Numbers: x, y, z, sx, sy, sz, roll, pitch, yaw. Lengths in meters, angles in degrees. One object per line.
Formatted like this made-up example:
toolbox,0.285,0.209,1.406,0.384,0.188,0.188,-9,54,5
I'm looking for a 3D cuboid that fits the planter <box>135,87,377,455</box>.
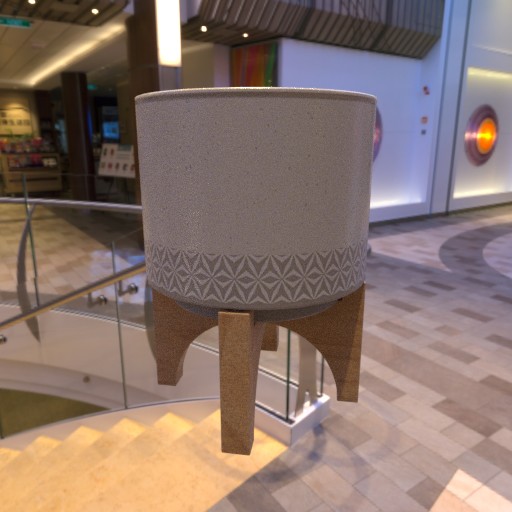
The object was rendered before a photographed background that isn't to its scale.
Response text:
planter,0.000,0.000,0.267,0.130,0.178,0.130,0,15,0
